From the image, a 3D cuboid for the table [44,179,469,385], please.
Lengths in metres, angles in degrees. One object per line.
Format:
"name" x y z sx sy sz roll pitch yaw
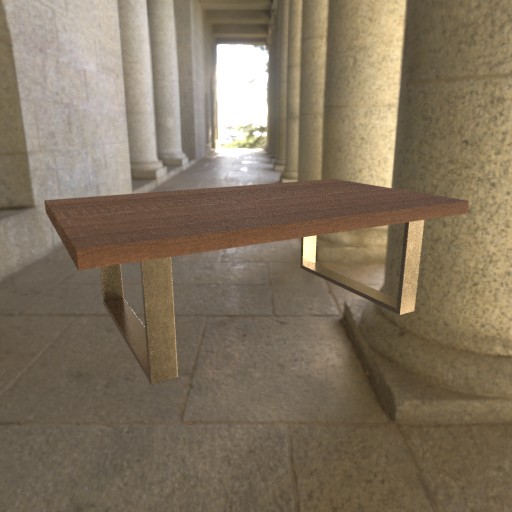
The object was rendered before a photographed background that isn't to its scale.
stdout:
"table" 0.000 0.000 1.744 1.400 0.440 0.800 -9 19 -28
